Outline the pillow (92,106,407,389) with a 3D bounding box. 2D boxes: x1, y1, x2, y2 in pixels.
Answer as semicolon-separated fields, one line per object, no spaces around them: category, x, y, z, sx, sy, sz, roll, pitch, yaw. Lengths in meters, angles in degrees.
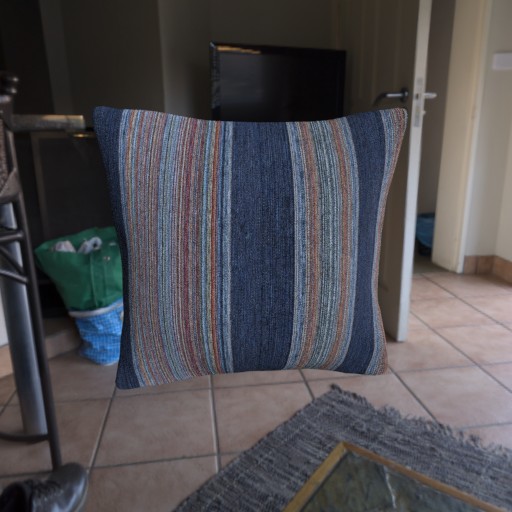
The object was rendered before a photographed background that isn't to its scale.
pillow;0.000;0.000;0.655;0.437;0.419;0.136;-2;15;-6
